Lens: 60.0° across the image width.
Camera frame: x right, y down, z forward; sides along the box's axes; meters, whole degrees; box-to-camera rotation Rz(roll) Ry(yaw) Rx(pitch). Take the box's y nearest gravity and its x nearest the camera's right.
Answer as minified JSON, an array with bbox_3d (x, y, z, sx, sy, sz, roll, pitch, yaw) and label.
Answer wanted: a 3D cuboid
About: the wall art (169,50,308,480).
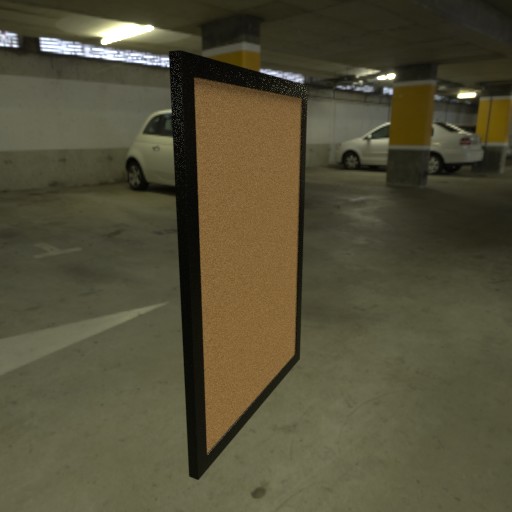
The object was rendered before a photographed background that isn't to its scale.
[{"bbox_3d":[0.000,0.000,0.560,0.013,0.432,0.304,8,17,26],"label":"wall art"}]
